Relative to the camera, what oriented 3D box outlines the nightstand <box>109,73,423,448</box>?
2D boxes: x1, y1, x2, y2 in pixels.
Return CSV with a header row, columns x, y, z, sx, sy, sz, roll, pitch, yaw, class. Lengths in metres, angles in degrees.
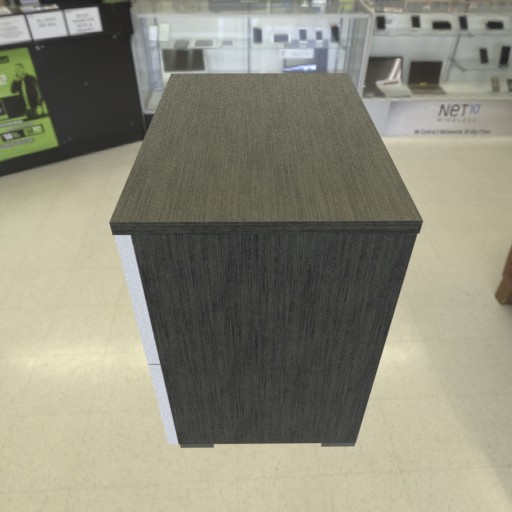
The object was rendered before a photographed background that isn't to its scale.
x,y,z,sx,sy,sz,roll,pitch,yaw,class
0.000,0.000,0.752,0.325,0.460,0.441,0,40,0,nightstand
